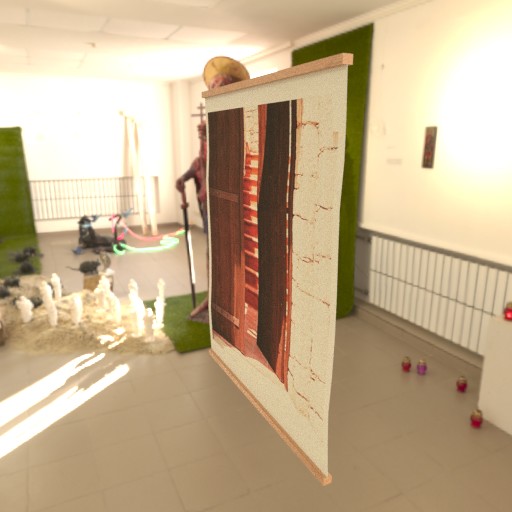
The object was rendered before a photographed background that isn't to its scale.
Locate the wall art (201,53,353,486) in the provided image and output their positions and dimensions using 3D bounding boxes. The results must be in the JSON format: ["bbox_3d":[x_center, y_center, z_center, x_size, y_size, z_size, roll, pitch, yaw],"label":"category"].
[{"bbox_3d":[0.000,0.000,0.677,0.013,0.508,0.406,-7,16,-26],"label":"wall art"}]
